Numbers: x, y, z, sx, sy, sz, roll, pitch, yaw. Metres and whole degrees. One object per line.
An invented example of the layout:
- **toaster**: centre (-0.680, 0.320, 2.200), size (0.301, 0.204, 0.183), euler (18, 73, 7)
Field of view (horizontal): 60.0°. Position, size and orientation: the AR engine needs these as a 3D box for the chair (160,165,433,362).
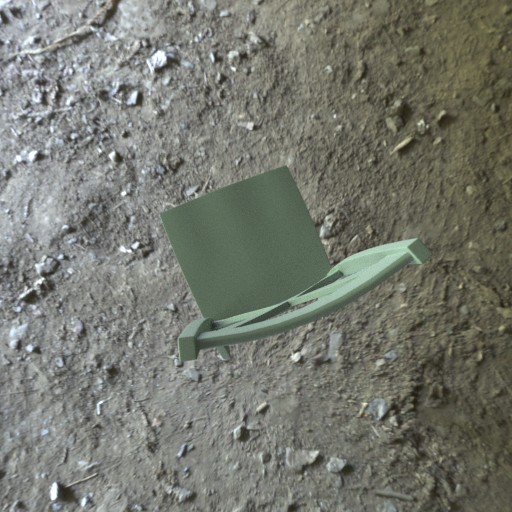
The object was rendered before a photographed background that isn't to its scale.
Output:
- **chair**: centre (0.000, 0.000, 1.306), size (0.485, 0.983, 0.542), euler (-22, 76, -6)
